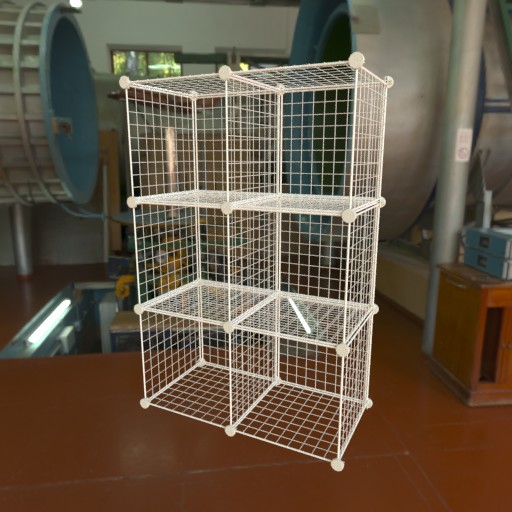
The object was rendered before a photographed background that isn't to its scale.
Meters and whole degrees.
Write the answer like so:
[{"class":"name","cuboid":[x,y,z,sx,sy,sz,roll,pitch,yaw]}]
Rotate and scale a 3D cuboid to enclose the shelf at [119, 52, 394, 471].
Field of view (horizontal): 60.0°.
[{"class":"shelf","cuboid":[0.000,0.000,1.401,0.711,1.067,0.356,7,14,26]}]
